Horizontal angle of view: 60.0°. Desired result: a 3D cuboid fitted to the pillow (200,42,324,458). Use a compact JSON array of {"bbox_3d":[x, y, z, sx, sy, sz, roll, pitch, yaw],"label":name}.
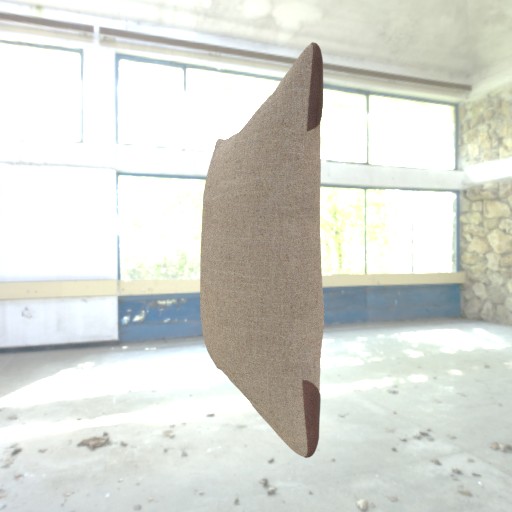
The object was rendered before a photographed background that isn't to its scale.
[{"bbox_3d":[0.000,0.000,0.665,0.147,0.448,0.437,0,1,-19],"label":"pillow"}]
